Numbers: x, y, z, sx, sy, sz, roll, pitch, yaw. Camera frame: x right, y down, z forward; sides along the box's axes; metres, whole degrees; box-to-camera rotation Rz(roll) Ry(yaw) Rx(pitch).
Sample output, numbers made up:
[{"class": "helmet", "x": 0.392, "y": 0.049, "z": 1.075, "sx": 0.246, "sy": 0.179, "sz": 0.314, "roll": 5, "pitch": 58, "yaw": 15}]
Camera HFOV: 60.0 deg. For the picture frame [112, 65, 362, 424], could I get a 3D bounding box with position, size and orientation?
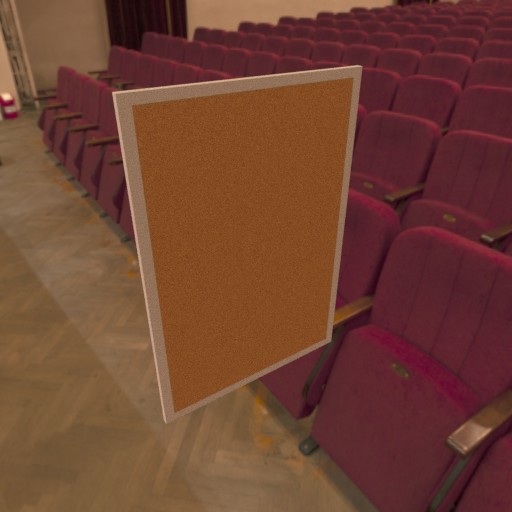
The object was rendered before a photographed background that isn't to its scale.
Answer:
[{"class": "picture frame", "x": 0.000, "y": 0.000, "z": 0.868, "sx": 0.457, "sy": 0.657, "sz": 0.013, "roll": -19, "pitch": 36, "yaw": -29}]
